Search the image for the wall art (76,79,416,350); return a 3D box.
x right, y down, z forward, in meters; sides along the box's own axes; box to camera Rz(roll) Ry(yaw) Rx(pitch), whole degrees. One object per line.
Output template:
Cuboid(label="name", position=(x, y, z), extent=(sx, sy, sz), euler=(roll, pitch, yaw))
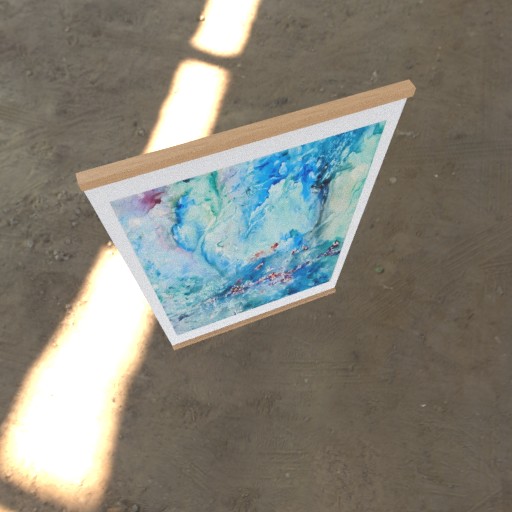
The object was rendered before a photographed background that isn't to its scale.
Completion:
Cuboid(label="wall art", position=(0.000, 0.000, 1.280), extent=(0.669, 1.020, 0.027), euler=(-19, 64, -10))
